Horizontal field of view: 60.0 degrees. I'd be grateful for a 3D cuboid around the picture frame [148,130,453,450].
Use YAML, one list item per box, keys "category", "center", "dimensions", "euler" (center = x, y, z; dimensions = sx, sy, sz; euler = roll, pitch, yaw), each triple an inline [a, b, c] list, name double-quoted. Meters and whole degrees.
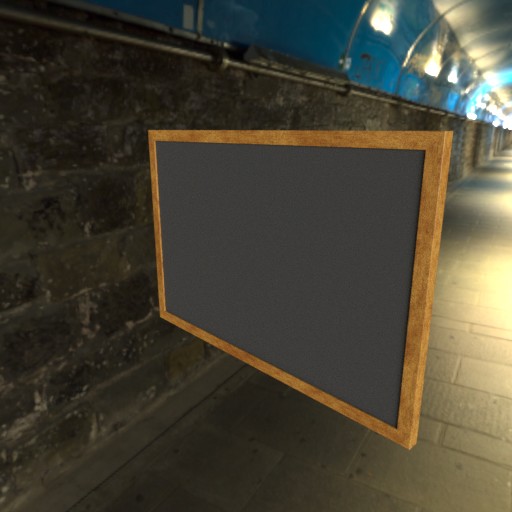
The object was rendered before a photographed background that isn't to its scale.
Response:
- category: "picture frame"
  center: [0.000, 0.000, 1.138]
  dimensions: [0.029, 0.621, 0.922]
  euler: [-15, 22, -42]
